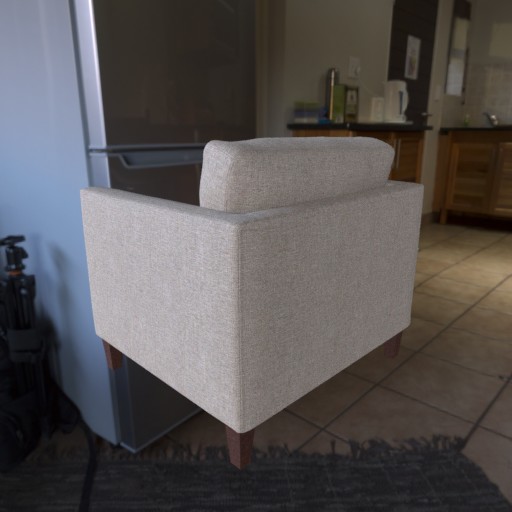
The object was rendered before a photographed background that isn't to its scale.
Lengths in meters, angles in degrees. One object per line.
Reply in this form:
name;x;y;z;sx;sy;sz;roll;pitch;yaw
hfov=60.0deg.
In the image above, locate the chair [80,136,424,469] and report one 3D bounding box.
chair;0.000;0.000;1.876;0.959;0.987;1.107;16;23;43
